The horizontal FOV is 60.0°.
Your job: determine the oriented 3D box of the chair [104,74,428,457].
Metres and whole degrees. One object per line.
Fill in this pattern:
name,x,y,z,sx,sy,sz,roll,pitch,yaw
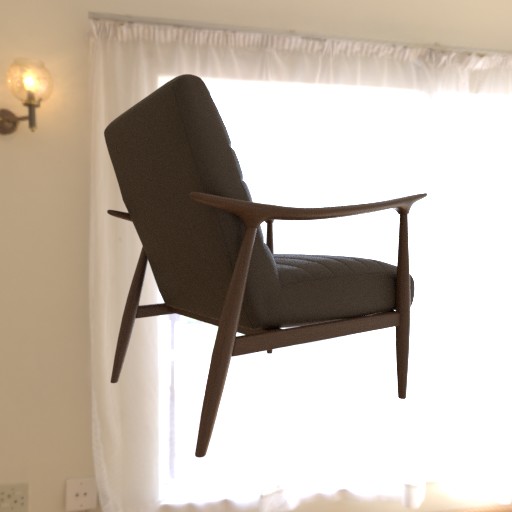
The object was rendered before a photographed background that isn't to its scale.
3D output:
chair,0.000,0.000,1.393,0.798,0.831,0.741,-1,2,-35
